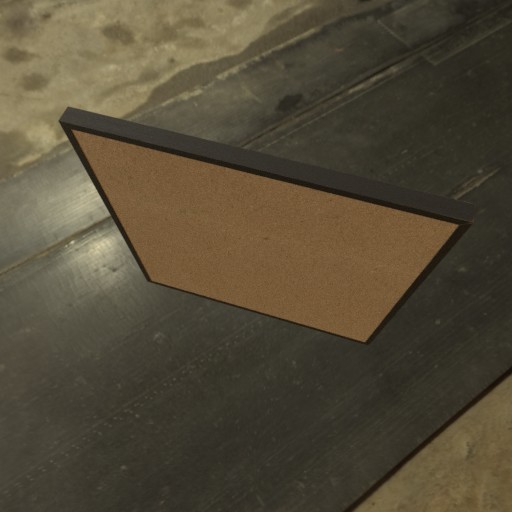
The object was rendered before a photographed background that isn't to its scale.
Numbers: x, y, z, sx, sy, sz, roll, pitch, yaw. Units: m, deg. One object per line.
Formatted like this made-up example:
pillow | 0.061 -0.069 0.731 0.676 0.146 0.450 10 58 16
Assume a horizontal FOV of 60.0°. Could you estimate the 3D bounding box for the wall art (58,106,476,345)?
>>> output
wall art | 0.000 0.000 1.128 0.762 0.762 0.038 15 64 7
